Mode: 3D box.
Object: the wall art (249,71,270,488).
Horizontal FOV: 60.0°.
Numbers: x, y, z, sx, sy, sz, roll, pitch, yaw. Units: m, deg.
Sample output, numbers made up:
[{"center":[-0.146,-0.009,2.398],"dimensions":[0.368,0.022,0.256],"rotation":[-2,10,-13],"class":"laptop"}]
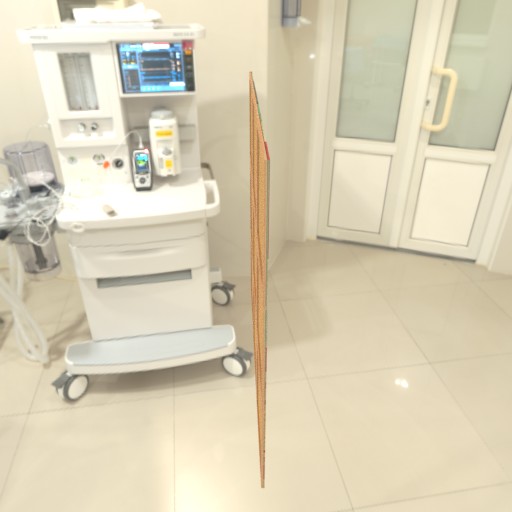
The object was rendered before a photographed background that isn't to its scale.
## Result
[{"center":[0.000,0.000,1.800],"dimensions":[0.013,1.220,1.216],"rotation":[-1,31,-2],"class":"wall art"}]
